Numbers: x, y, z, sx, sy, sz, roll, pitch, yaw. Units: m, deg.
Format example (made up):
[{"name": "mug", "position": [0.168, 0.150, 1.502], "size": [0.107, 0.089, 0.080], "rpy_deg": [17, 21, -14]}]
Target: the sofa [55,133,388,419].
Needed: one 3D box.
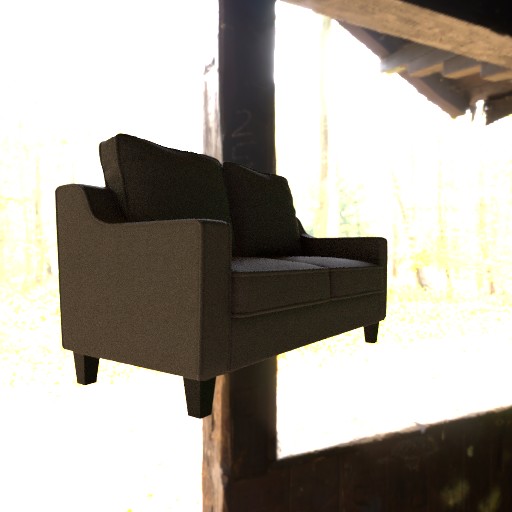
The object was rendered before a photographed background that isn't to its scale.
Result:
[{"name": "sofa", "position": [0.000, 0.000, 2.038], "size": [0.791, 0.948, 1.500], "rpy_deg": [0, 0, 36]}]
